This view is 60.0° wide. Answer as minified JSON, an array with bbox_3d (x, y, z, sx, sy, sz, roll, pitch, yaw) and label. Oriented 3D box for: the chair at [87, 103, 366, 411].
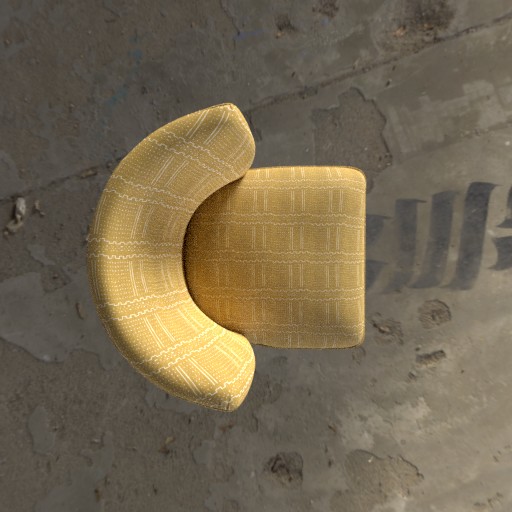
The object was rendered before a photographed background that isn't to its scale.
[{"bbox_3d":[0.000,0.000,1.407,0.758,0.866,0.706,0,91,0],"label":"chair"}]
